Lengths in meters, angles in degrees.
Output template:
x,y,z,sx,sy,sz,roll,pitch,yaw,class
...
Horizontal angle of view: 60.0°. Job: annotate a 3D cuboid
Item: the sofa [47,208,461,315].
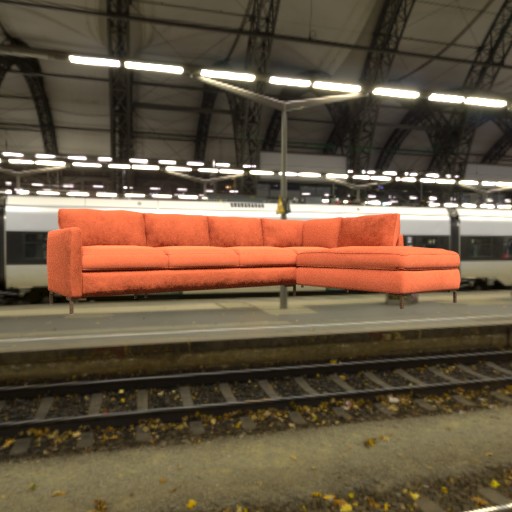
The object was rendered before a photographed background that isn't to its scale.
x,y,z,sx,sy,sz,roll,pitch,yaw,class
0.000,0.000,3.499,2.736,0.757,1.879,0,1,-36,sofa
